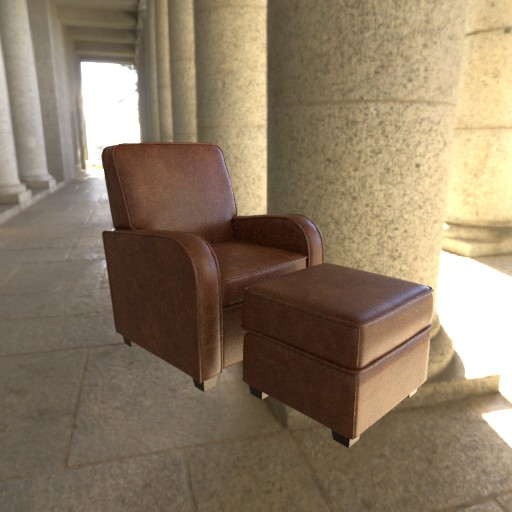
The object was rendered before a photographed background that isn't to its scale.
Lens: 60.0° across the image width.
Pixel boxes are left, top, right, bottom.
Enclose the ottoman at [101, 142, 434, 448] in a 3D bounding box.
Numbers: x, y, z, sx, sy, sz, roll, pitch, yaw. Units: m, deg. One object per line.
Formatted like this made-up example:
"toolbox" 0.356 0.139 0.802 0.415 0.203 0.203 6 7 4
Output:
"ottoman" 0.000 0.000 1.812 0.732 0.904 1.314 -14 20 -43
